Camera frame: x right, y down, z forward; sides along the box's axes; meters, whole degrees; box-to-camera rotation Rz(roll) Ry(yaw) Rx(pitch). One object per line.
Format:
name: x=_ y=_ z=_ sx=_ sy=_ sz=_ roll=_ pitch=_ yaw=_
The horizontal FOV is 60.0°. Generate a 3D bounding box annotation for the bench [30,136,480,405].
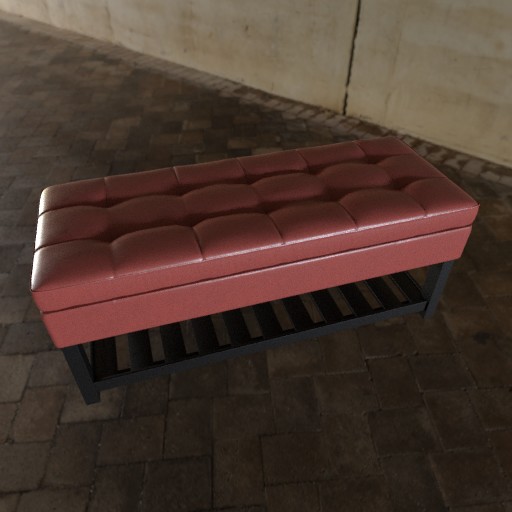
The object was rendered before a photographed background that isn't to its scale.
bench: x=0.000 y=0.000 z=1.311 sx=1.105 sy=0.460 sz=0.432 roll=-11 pitch=42 yaw=-13
